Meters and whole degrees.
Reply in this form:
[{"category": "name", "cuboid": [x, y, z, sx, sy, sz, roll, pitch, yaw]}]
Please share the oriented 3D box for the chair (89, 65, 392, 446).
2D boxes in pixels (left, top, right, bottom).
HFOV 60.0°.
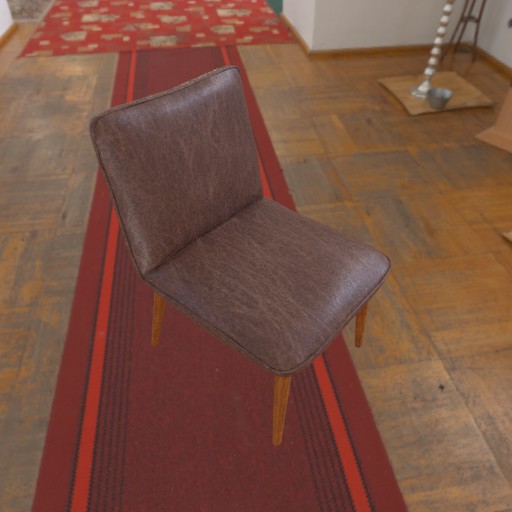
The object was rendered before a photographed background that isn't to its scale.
[{"category": "chair", "cuboid": [0.000, 0.000, 1.228, 0.645, 0.803, 0.543, 26, 47, 26]}]
